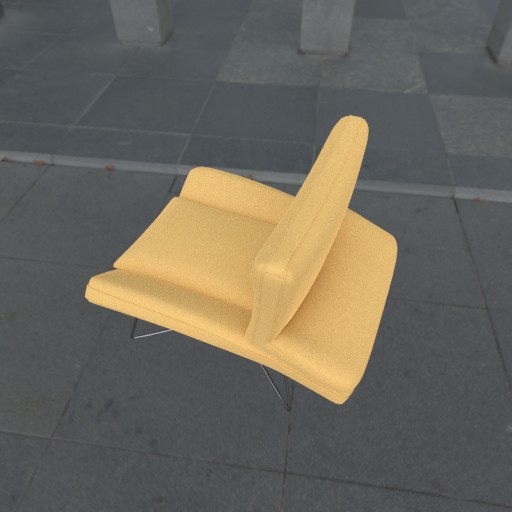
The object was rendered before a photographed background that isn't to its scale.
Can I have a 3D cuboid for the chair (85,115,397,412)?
[{"bbox_3d":[0.000,0.000,1.697,1.008,0.855,0.859,17,48,16],"label":"chair"}]
